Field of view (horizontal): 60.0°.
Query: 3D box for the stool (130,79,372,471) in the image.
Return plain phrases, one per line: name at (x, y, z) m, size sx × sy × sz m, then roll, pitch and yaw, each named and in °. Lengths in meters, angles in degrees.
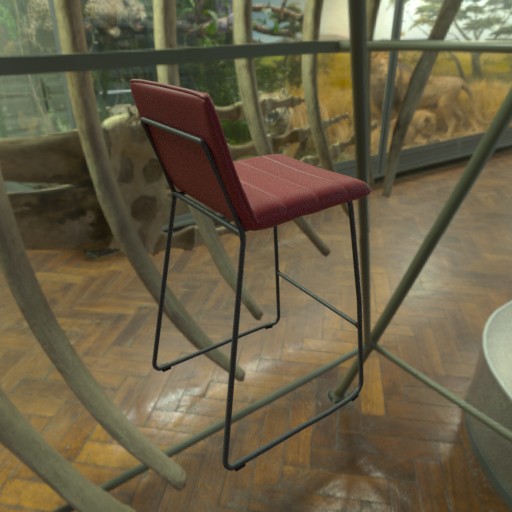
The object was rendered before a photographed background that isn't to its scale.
stool at (0.000, 0.000, 1.250) m, size 0.524 × 0.937 × 0.489 m, roll -17°, pitch 31°, yaw -30°
